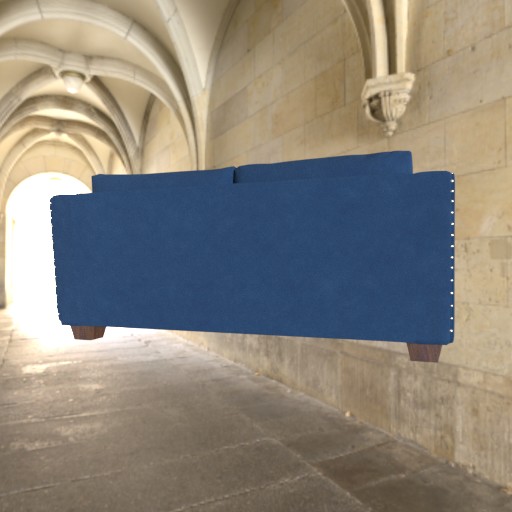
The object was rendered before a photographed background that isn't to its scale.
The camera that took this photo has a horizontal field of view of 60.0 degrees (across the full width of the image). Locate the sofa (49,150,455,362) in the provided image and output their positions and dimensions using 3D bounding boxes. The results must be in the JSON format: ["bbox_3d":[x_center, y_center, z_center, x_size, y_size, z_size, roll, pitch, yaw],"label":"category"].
[{"bbox_3d":[0.000,0.000,2.683,2.107,0.983,1.104,0,-1,18],"label":"sofa"}]
